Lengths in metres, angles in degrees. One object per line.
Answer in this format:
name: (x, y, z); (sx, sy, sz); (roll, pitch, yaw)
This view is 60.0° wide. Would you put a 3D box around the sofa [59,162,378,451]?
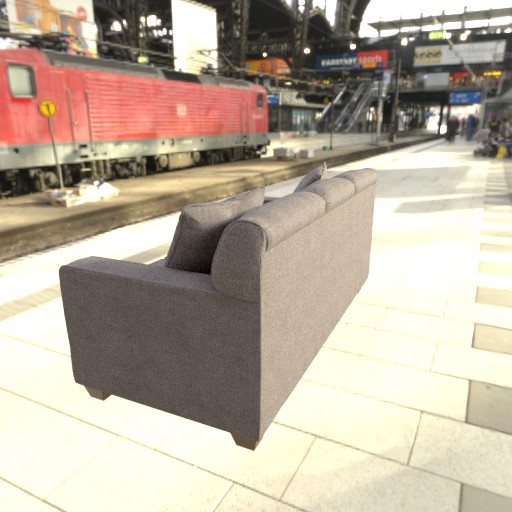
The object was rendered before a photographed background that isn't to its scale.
sofa: (0.000, 0.000, 2.590); (0.997, 0.958, 2.024); (8, 19, 24)
